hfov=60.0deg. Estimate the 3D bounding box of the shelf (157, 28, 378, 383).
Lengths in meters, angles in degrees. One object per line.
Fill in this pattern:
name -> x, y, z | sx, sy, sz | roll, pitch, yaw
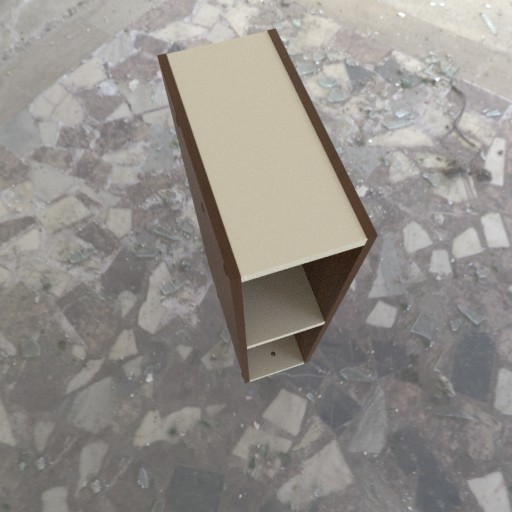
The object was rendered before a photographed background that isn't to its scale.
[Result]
shelf -> 0.000, 0.000, 0.732 | 0.147, 0.600, 0.290 | -17, 67, -7
